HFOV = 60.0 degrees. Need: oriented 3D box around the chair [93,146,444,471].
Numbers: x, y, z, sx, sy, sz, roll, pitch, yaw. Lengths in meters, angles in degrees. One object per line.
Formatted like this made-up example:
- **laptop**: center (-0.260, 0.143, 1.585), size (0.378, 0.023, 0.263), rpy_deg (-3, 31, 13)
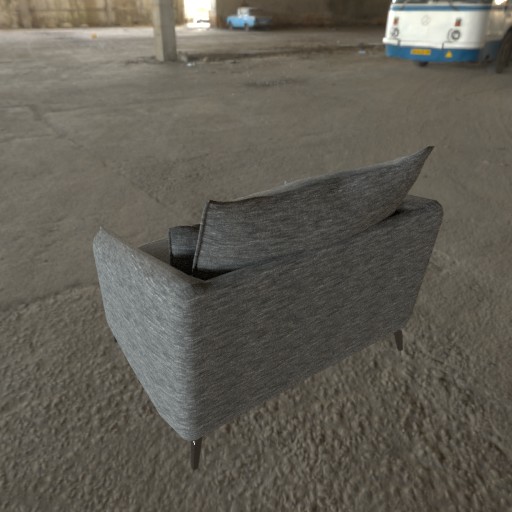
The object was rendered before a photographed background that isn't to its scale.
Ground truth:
- **chair**: center (0.000, 0.000, 1.581), size (1.004, 0.842, 0.805), rpy_deg (-19, 35, -29)
